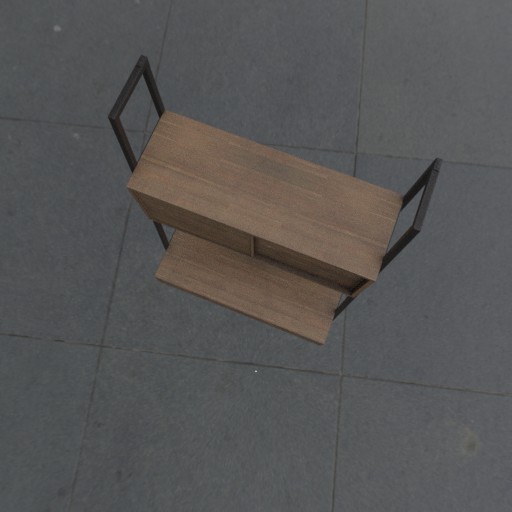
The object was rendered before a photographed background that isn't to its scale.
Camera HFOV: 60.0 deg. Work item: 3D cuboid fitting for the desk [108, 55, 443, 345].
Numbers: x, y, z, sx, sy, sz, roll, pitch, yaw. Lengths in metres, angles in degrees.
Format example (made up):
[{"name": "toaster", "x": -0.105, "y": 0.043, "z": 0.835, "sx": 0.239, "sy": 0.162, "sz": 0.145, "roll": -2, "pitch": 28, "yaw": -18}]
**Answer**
[{"name": "desk", "x": 0.000, "y": 0.000, "z": 2.157, "sx": 0.982, "sy": 1.809, "sz": 0.515, "roll": 21, "pitch": 76, "yaw": 5}]
